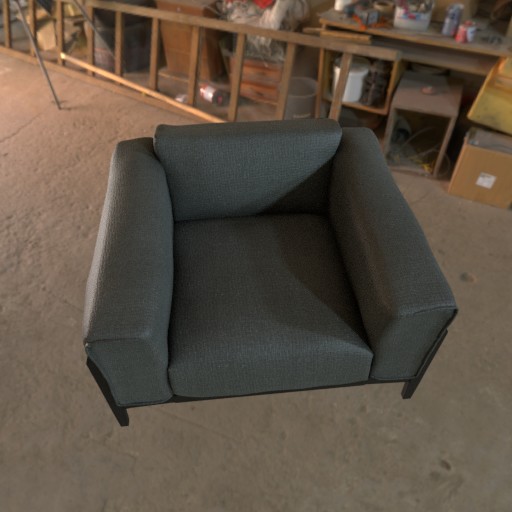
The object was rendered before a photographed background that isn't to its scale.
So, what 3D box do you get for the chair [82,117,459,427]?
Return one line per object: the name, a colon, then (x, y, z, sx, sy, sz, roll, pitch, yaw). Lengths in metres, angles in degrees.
chair: (0.000, 0.000, 1.643, 1.056, 0.646, 0.969, -4, 47, -4)
